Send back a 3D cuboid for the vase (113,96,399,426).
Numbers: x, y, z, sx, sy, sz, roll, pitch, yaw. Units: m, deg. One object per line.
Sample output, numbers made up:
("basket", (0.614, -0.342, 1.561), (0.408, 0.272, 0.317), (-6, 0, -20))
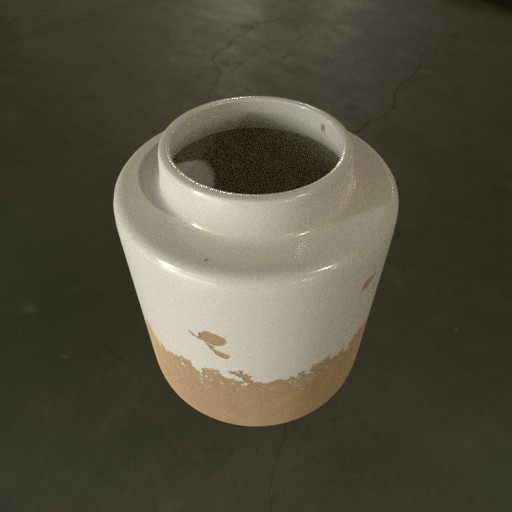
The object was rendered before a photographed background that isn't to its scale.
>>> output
("vase", (0.000, 0.000, 0.282), (0.153, 0.167, 0.153), (0, 46, 0))
